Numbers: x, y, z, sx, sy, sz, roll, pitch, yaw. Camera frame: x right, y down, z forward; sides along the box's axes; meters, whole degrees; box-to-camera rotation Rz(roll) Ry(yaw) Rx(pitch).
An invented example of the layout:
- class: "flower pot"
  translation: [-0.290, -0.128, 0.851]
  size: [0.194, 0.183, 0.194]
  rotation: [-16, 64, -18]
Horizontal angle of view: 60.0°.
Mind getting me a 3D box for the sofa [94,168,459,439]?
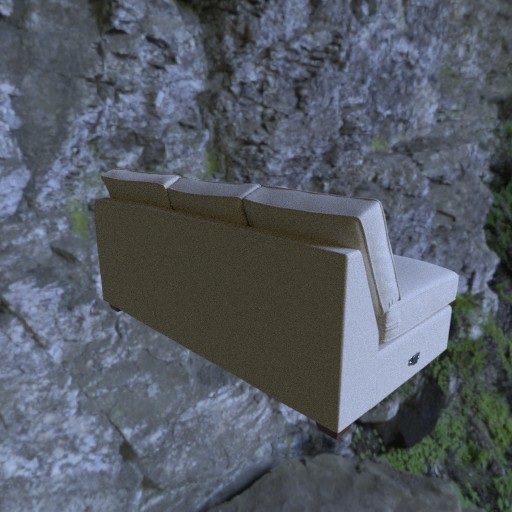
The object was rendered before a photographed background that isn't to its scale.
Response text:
- class: "sofa"
  translation: [0.000, 0.000, 2.568]
  size: [1.034, 0.946, 1.963]
  rotation: [-15, 22, -42]
